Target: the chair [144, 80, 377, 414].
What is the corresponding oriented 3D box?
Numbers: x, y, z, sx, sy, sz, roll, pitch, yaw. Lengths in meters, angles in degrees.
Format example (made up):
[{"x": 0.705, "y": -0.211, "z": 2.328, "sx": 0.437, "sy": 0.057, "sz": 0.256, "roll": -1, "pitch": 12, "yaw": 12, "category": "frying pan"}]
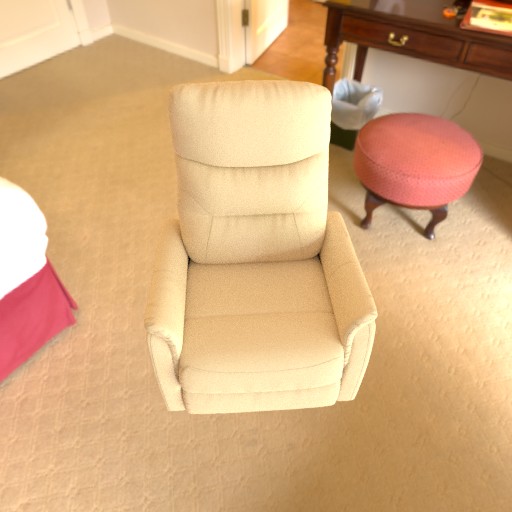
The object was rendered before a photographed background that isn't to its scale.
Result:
[{"x": 0.000, "y": 0.000, "z": 1.665, "sx": 0.775, "sy": 1.082, "sz": 0.831, "roll": -3, "pitch": 47, "yaw": -2, "category": "chair"}]
